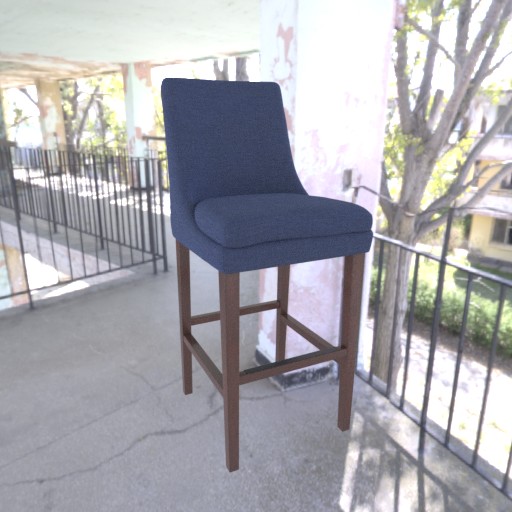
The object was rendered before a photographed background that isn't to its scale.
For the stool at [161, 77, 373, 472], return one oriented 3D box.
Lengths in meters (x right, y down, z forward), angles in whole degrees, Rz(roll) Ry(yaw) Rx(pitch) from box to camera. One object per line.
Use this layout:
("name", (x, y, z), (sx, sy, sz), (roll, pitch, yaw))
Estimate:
("stool", (0.000, 0.000, 1.398), (0.470, 1.078, 0.577), (-8, 18, -25))
